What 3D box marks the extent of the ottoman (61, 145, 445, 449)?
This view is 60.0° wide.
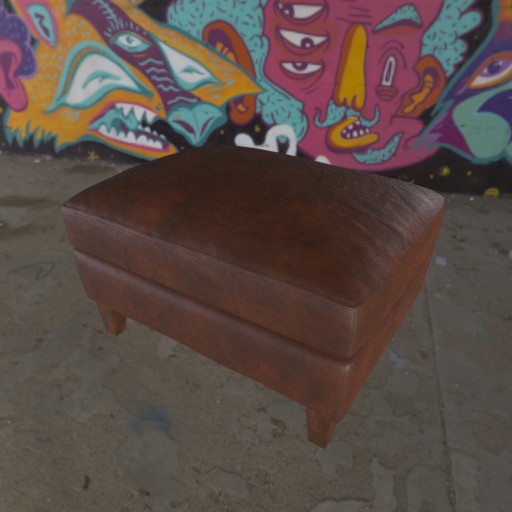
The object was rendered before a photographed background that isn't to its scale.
[{"bbox_3d":[0.000,0.000,1.287,0.887,0.527,0.659,19,35,29],"label":"ottoman"}]
